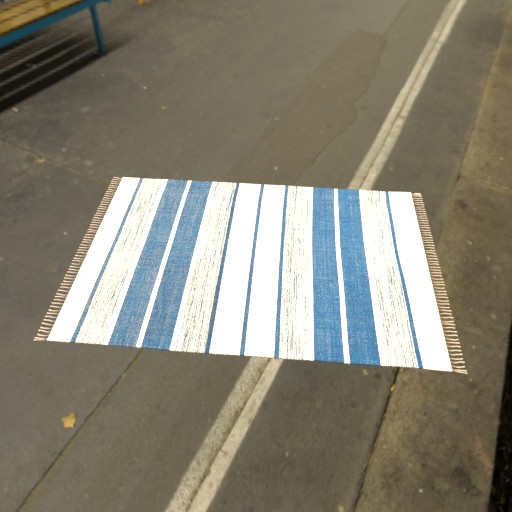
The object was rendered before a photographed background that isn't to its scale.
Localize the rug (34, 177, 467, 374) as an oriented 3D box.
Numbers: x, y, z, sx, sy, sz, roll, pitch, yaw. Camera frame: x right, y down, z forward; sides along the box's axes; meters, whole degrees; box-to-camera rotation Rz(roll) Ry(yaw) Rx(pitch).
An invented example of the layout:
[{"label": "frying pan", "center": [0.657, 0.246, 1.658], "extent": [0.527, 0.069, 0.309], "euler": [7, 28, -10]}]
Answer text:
[{"label": "rug", "center": [0.000, 0.000, 2.995], "extent": [2.441, 0.010, 1.532], "euler": [4, 48, 3]}]
